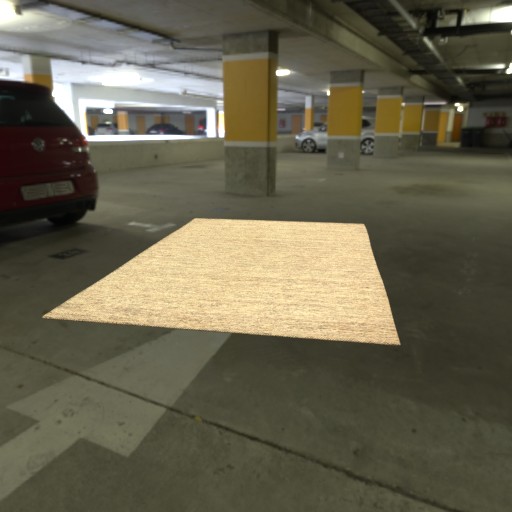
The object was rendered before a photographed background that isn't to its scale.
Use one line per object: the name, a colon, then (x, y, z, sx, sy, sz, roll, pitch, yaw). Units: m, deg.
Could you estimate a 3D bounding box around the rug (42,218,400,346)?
rug: (0.000, 0.000, 2.932, 1.547, 0.013, 2.283, 3, 16, 9)
